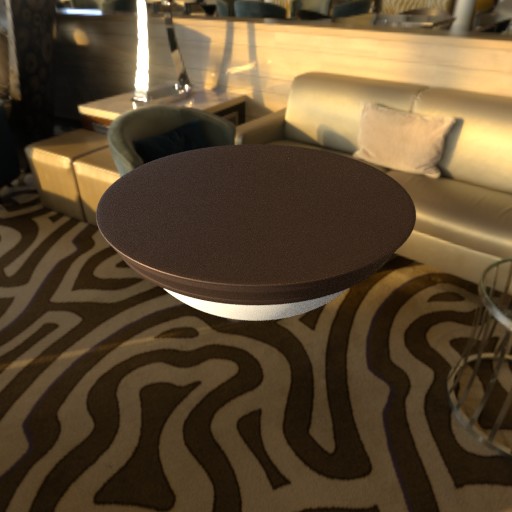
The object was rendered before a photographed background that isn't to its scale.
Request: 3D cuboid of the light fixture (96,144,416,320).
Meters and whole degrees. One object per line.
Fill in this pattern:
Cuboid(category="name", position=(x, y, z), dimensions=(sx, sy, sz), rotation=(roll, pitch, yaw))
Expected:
Cuboid(category="light fixture", position=(0.000, 0.000, 0.440), dimensions=(0.280, 0.135, 0.280), rotation=(0, 33, 0))
